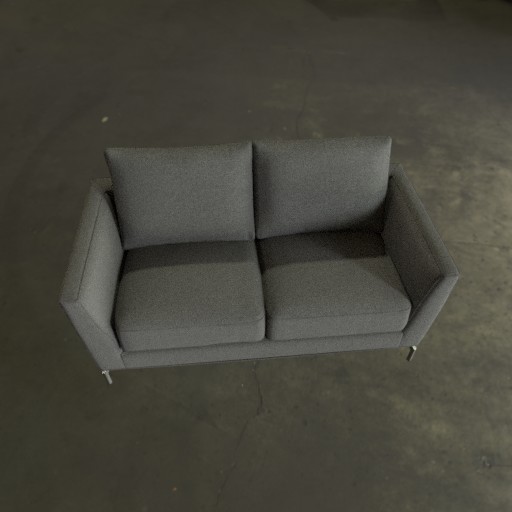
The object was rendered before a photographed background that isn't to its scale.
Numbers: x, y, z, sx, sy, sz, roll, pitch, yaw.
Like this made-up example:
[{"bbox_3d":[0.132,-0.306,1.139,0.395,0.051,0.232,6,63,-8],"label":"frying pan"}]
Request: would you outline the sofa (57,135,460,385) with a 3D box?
[{"bbox_3d":[0.000,0.000,2.158,1.594,0.924,0.803,-4,46,-3],"label":"sofa"}]
